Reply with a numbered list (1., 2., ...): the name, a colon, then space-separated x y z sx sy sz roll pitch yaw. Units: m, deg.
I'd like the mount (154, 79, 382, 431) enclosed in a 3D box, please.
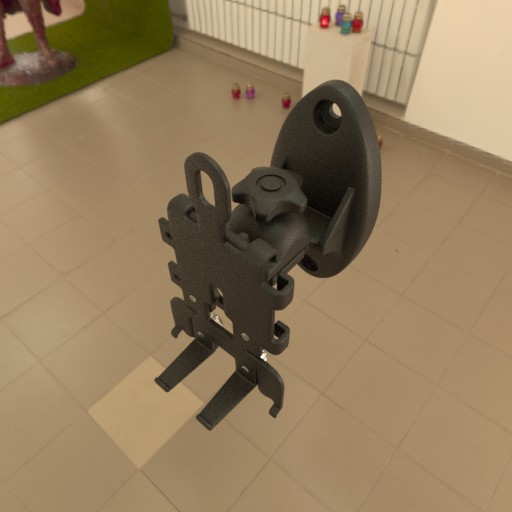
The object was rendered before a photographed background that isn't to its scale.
1. mount: 0.000 0.000 0.177 0.066 0.118 0.100 32 55 26
